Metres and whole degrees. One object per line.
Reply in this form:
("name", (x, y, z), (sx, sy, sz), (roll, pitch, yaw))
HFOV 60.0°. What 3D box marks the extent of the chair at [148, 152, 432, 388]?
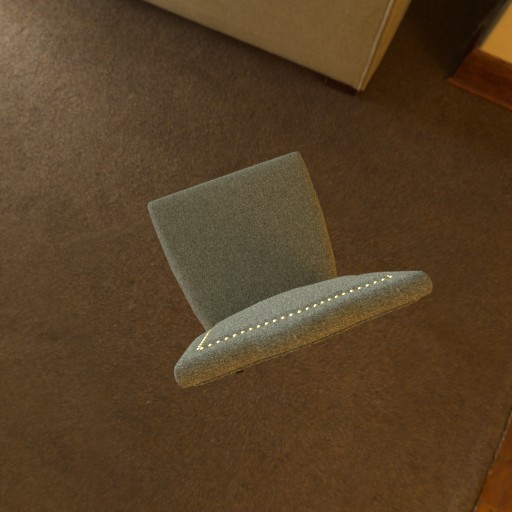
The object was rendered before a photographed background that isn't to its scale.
("chair", (0.000, 0.000, 1.279), (0.518, 0.946, 0.589), (-20, 77, -5))
